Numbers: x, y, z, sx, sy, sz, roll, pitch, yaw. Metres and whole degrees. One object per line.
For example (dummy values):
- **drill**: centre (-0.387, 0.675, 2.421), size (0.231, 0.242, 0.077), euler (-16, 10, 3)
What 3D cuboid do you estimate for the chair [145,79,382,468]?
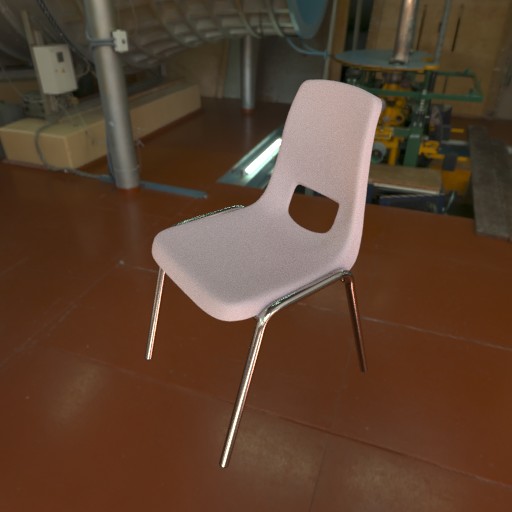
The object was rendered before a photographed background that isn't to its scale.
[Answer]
- **chair**: centre (0.000, 0.000, 0.941), size (0.436, 0.653, 0.381), euler (-21, 38, -30)
